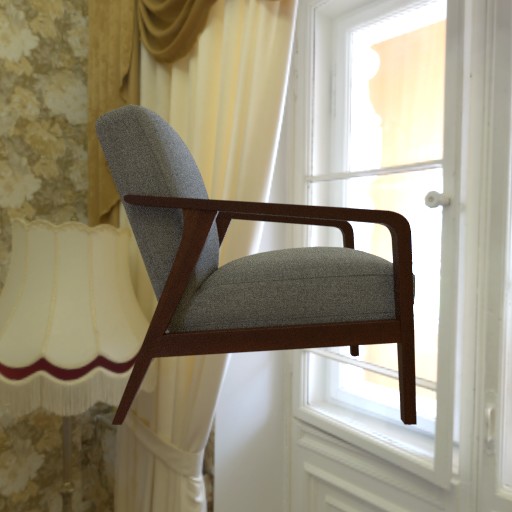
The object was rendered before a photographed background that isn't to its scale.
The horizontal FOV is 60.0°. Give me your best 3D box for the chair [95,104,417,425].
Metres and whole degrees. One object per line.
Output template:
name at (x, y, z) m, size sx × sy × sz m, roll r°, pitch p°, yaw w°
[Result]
chair at (0.000, 0.000, 1.455) m, size 0.858 × 0.847 × 0.704 m, roll 0°, pitch 3°, yaw 0°
